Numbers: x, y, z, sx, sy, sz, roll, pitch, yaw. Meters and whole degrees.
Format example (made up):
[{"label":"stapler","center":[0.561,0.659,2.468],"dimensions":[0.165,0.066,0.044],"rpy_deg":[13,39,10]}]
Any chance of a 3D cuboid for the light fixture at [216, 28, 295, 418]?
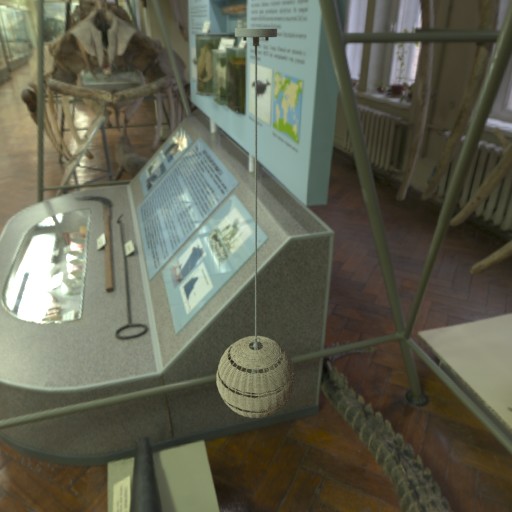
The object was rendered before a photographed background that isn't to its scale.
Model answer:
[{"label":"light fixture","center":[0.000,0.000,2.213],"dimensions":[0.457,2.019,0.457],"rpy_deg":[-8,28,-15]}]
